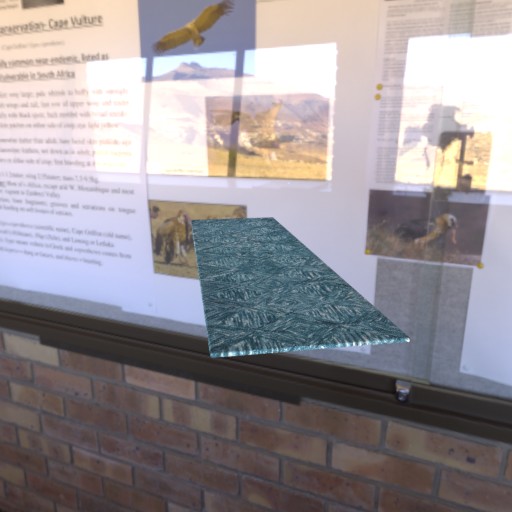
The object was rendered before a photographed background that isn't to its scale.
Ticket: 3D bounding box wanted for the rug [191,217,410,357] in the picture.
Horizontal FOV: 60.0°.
[{"bbox_3d":[0.000,0.000,2.527,0.676,0.016,2.286,-3,16,-9],"label":"rug"}]
